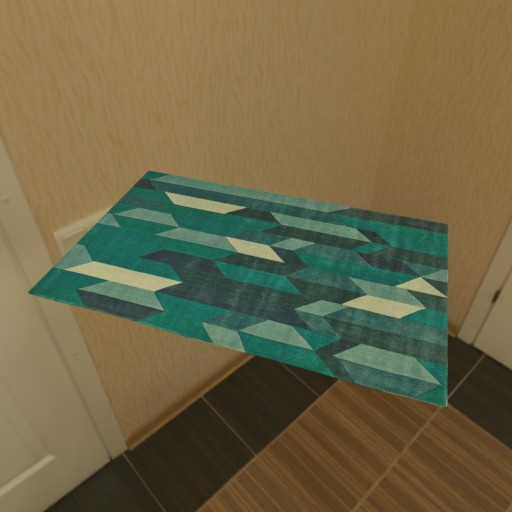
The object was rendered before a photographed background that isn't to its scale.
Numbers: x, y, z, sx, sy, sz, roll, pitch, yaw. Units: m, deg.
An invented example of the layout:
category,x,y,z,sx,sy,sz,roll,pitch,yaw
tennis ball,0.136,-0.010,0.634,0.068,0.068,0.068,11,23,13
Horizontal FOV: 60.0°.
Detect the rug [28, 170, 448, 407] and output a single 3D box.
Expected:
category,x,y,z,sx,sy,sz,roll,pitch,yaw
rug,0.000,0.000,2.944,2.420,0.005,1.528,12,43,14
